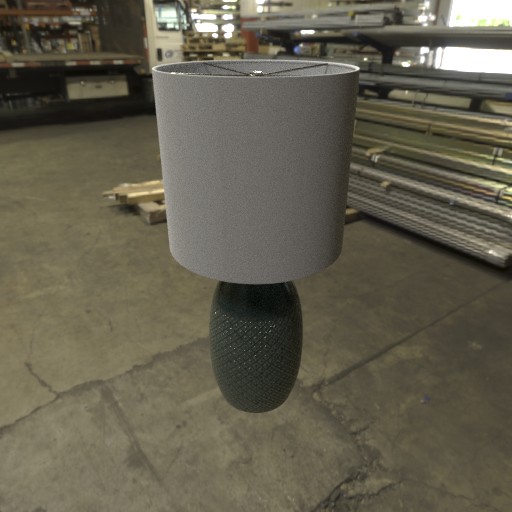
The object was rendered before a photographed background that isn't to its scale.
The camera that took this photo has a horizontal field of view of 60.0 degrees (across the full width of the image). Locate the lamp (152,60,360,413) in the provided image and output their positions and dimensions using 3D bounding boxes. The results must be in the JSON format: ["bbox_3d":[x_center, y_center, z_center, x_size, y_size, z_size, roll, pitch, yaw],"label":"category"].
[{"bbox_3d":[0.000,0.000,0.575,0.217,0.453,0.217,-19,33,-32],"label":"lamp"}]
